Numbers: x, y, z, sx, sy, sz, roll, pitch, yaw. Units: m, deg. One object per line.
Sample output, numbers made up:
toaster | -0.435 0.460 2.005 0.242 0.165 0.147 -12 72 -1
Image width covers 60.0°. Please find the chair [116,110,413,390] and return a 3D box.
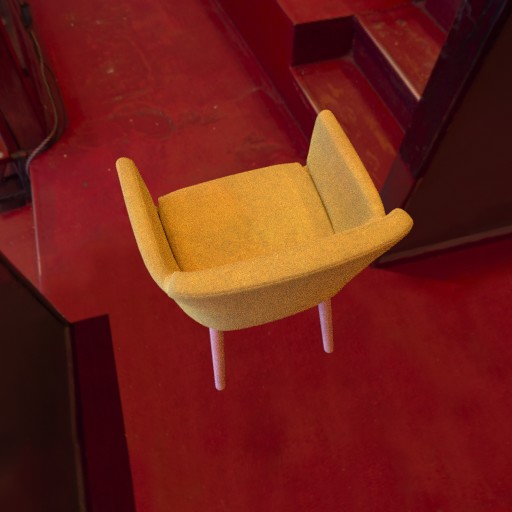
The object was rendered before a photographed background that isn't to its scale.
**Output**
chair | 0.000 0.000 1.213 0.570 0.780 0.570 -16 60 -10
